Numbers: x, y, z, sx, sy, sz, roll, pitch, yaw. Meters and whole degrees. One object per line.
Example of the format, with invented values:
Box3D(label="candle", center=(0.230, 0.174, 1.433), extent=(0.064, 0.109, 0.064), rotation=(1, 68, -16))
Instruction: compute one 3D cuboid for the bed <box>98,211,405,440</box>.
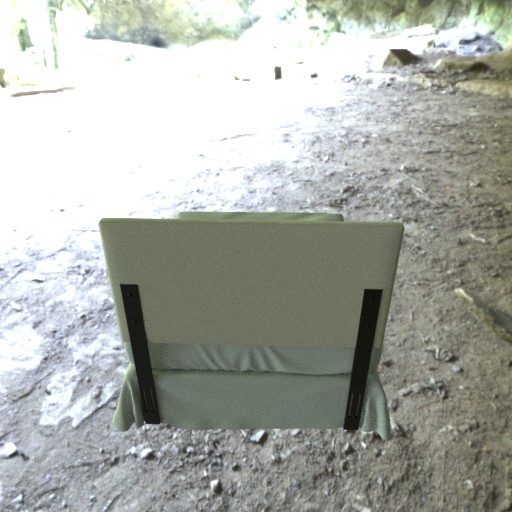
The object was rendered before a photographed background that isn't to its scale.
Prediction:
Box3D(label="bed", center=(0.000, 0.000, 3.595), extent=(1.936, 1.577, 2.222), rotation=(1, 30, 2))
